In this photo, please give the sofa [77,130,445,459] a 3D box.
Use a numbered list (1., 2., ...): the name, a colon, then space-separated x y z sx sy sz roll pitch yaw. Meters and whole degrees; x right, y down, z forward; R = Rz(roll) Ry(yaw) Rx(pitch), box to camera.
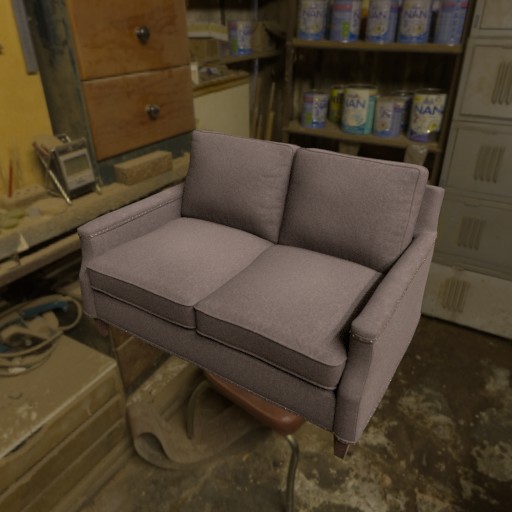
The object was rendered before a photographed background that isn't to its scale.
1. sofa: 0.000 0.000 2.286 1.597 1.003 1.084 17 33 28
